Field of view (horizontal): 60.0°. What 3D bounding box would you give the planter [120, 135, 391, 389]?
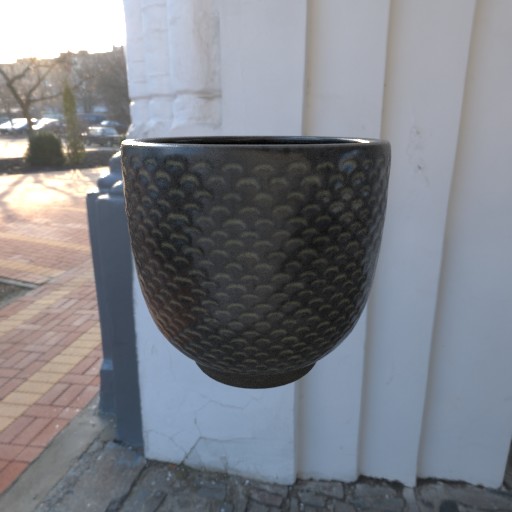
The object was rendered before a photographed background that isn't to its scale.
[{"bbox_3d":[0.000,0.000,0.313,0.172,0.160,0.172,0,17,0],"label":"planter"}]
